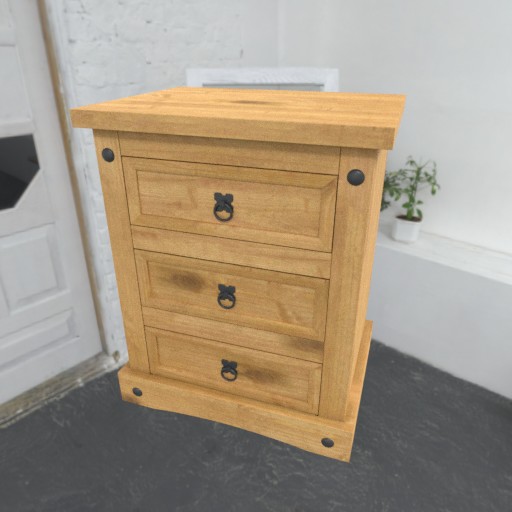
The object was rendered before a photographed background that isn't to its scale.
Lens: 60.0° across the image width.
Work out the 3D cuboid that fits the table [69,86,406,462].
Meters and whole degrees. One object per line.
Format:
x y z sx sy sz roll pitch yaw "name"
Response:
0.000 0.000 1.223 0.660 0.813 0.500 9 28 17 "table"
